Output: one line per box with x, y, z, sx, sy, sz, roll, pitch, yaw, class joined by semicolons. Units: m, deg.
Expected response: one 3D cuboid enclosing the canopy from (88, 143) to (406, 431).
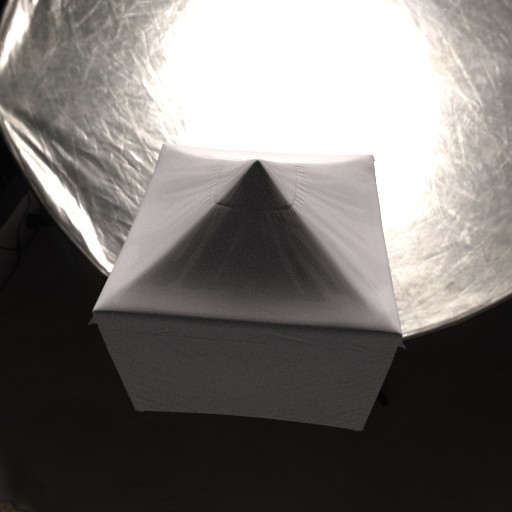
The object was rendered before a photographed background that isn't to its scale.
0.000;0.000;5.626;3.043;2.997;3.121;4;47;4;canopy
